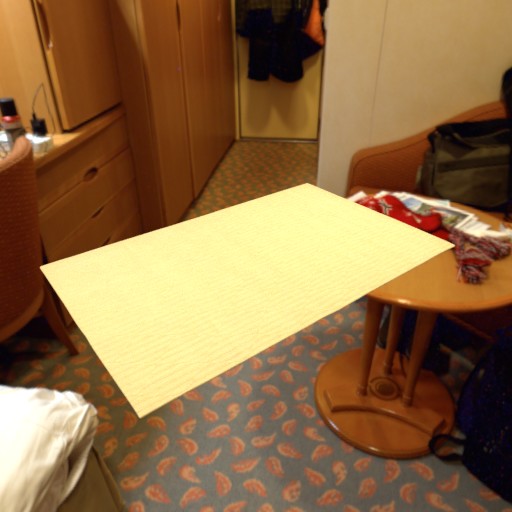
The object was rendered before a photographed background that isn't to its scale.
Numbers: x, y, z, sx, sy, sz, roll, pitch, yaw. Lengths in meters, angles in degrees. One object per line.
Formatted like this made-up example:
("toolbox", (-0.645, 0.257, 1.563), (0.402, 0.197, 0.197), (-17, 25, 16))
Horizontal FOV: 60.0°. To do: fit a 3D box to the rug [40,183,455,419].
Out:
("rug", (0.000, 0.000, 3.045), (2.441, 0.014, 1.531), (-22, 37, -32))
